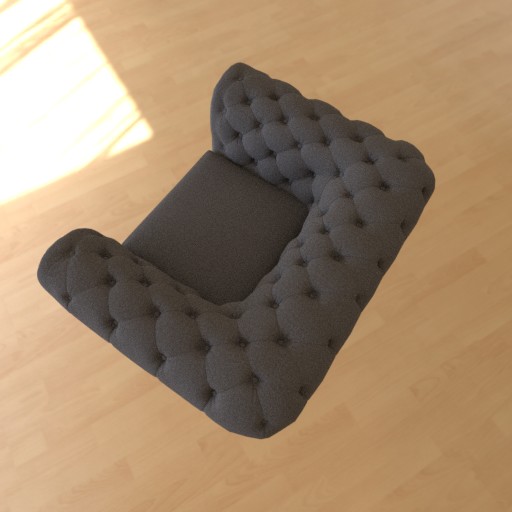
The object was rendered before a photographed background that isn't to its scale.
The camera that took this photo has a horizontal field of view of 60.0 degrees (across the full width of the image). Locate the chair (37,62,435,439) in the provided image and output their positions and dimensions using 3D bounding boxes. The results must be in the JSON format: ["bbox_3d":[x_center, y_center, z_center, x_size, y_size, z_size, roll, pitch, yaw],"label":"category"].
[{"bbox_3d":[0.000,0.000,1.863,0.976,0.770,1.270,31,68,14],"label":"chair"}]
